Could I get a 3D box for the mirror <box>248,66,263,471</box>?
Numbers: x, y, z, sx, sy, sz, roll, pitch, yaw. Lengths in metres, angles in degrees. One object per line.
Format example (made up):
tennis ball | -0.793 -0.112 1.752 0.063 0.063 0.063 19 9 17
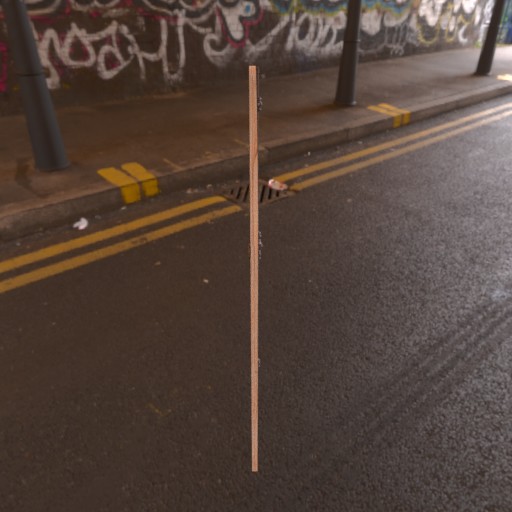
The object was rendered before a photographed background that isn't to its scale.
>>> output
mirror | 0.000 0.000 1.154 0.032 0.915 0.609 0 31 -1
